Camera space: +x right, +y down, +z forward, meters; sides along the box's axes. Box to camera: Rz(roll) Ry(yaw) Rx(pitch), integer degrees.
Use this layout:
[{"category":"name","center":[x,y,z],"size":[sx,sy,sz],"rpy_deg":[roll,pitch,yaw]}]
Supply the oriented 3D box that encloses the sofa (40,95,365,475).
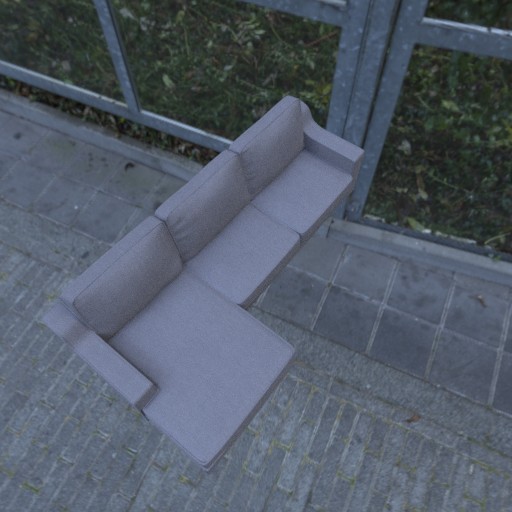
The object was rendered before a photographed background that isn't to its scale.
[{"category":"sofa","center":[0.000,0.000,3.193],"size":[1.294,0.928,2.561],"rpy_deg":[34,64,19]}]
